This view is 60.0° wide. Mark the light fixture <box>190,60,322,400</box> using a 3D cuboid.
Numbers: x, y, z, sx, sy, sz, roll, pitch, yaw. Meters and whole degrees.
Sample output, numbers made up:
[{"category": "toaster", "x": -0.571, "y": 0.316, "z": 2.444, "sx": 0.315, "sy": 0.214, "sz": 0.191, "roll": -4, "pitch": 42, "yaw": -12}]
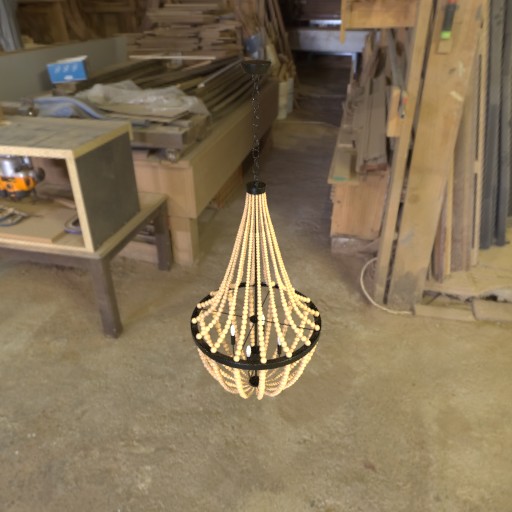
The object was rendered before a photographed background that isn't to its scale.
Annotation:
[{"category": "light fixture", "x": 0.000, "y": 0.000, "z": 1.403, "sx": 0.450, "sy": 1.133, "sz": 0.450, "roll": 0, "pitch": 31, "yaw": 0}]
